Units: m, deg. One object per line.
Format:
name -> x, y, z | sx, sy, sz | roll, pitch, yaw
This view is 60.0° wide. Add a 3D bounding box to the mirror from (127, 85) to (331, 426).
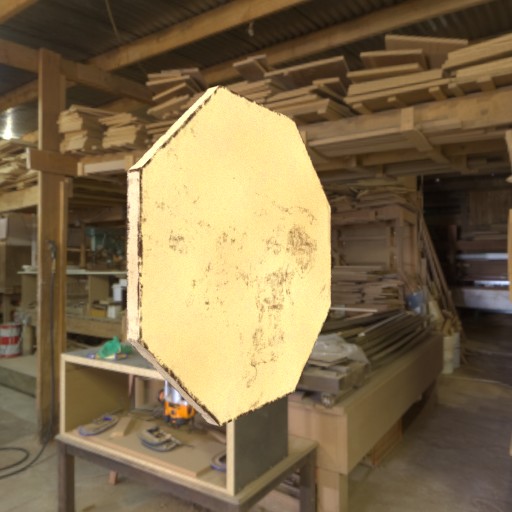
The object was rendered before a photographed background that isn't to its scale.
mirror -> 0.000, 0.000, 0.956 | 0.031, 0.648, 0.648 | 0, 0, 37
